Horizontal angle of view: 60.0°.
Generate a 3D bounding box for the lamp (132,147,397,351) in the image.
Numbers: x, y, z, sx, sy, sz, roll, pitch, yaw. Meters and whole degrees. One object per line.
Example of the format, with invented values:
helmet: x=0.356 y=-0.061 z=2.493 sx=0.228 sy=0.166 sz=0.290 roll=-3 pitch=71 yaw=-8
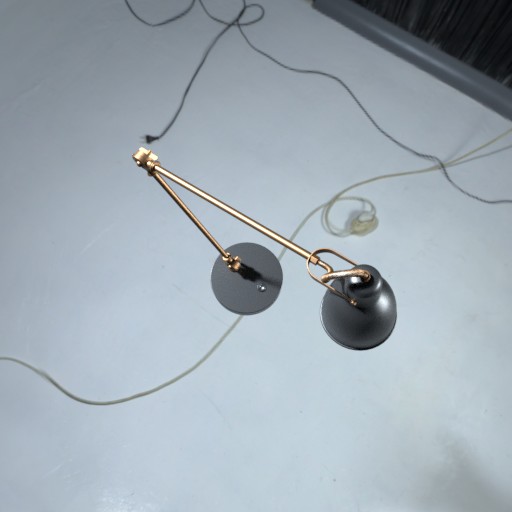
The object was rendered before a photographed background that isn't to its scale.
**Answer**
lamp: x=0.000 y=0.000 z=0.885 sx=0.561 sy=0.587 sz=0.187 roll=35 pitch=77 yaw=9
